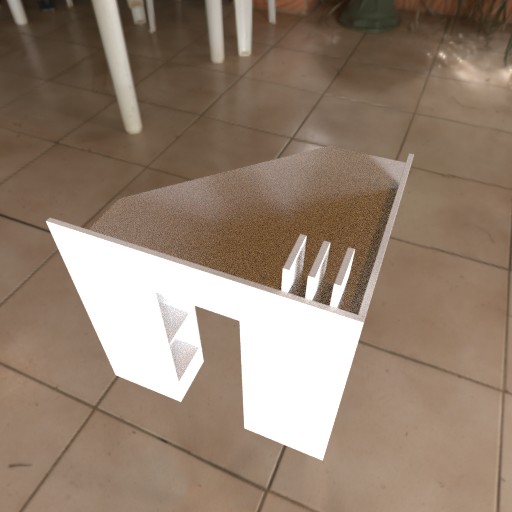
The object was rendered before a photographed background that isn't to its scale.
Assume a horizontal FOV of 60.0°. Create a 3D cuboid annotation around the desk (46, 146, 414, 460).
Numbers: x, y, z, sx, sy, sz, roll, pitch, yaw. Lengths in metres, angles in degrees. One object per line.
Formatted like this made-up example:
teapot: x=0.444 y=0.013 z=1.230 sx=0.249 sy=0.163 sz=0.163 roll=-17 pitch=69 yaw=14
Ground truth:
desk: x=0.000 y=0.000 z=1.767 sx=0.940 sy=0.986 sz=0.940 roll=17 pitch=48 yaw=15
